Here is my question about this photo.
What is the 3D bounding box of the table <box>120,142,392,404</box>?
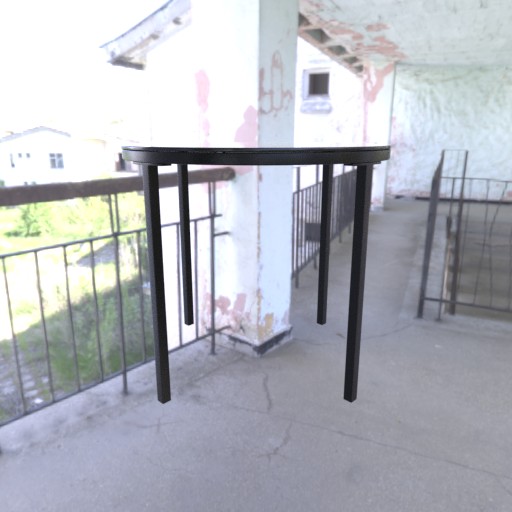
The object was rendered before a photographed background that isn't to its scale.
[{"bbox_3d":[0.000,0.000,0.905,0.499,0.443,0.499,0,15,0],"label":"table"}]
